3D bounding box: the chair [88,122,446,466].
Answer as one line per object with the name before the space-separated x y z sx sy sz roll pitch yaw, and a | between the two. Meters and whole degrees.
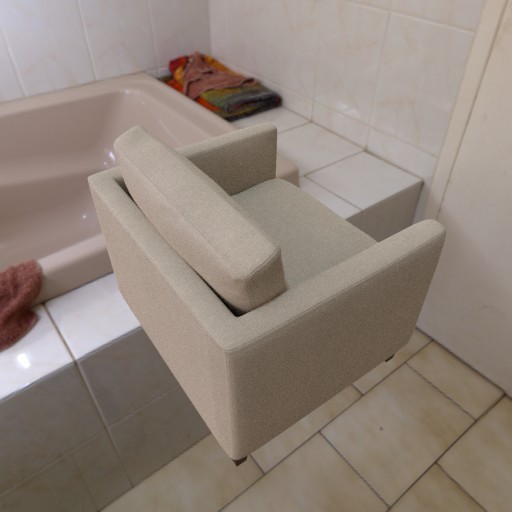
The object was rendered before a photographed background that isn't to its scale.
chair | 0.000 0.000 1.845 0.959 0.961 1.107 -25 47 -26
